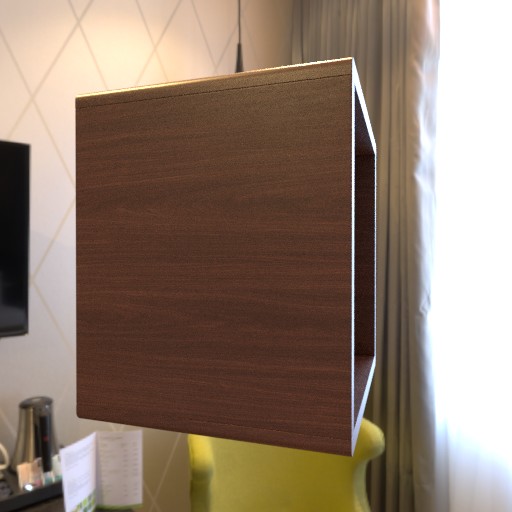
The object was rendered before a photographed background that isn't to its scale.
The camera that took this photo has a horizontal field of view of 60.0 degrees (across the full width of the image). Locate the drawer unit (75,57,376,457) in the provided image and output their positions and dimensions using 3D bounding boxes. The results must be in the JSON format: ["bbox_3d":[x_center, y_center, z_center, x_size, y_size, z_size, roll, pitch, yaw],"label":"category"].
[{"bbox_3d":[0.000,0.000,0.593,0.290,0.351,0.349,0,1,18],"label":"drawer unit"}]
